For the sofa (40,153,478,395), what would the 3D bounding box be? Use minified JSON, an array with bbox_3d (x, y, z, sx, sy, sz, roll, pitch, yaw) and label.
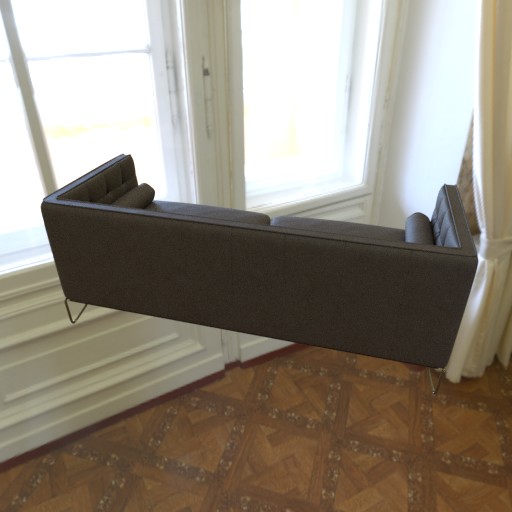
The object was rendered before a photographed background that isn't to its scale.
[{"bbox_3d":[0.000,0.000,2.516,2.087,0.789,0.867,8,32,13],"label":"sofa"}]
